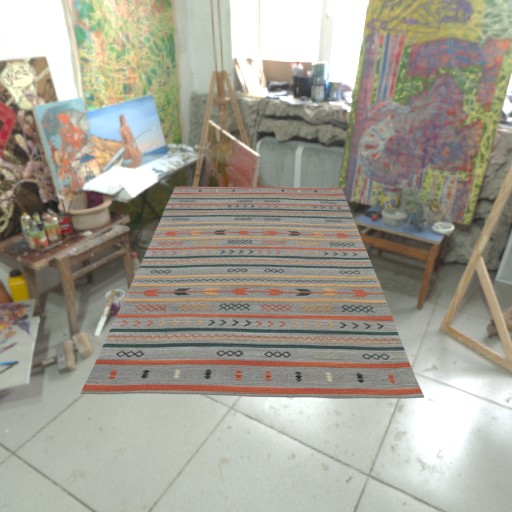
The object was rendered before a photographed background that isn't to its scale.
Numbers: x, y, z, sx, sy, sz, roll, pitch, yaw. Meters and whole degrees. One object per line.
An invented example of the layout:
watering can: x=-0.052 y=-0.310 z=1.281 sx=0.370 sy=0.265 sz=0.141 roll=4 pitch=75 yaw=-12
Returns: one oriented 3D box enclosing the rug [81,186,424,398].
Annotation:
rug: x=0.000 y=0.000 z=3.015 sx=1.537 sy=0.029 sz=2.439 roll=0 pitch=31 yaw=1
